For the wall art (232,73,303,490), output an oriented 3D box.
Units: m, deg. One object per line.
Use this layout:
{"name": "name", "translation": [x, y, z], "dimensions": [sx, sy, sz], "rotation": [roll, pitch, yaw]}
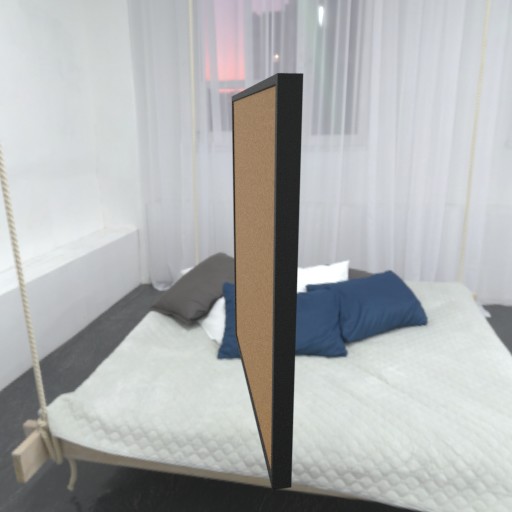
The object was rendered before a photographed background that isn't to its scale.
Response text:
{"name": "wall art", "translation": [0.000, 0.000, 0.538], "dimensions": [0.019, 0.381, 0.330], "rotation": [-3, 17, -8]}
